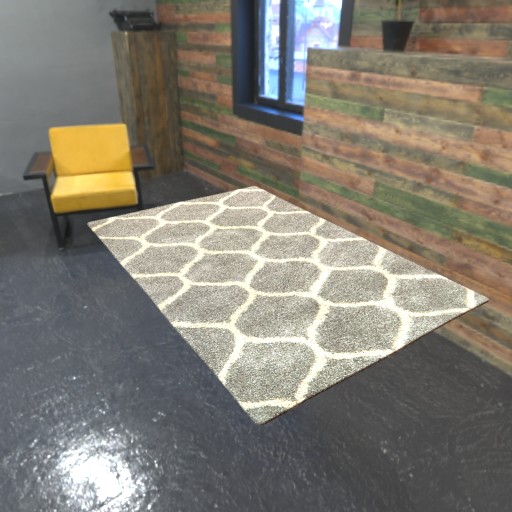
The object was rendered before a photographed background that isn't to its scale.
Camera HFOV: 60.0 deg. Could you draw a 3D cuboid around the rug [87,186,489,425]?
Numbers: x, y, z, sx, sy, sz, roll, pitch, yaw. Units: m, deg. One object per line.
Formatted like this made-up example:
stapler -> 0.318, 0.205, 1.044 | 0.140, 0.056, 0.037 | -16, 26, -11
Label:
rug -> 0.000, 0.000, 3.382 | 1.801, 0.026, 2.701 | -17, 32, -30
